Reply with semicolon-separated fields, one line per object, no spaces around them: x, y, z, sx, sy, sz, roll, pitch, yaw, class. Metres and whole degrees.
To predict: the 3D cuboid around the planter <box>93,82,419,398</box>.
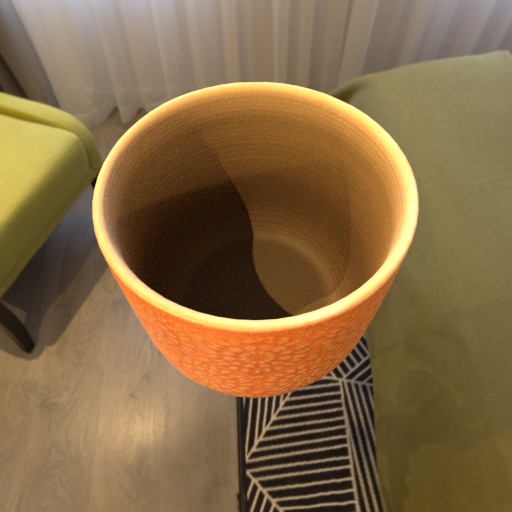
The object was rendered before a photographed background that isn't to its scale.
0.000;0.000;0.289;0.170;0.152;0.170;0;59;0;planter
